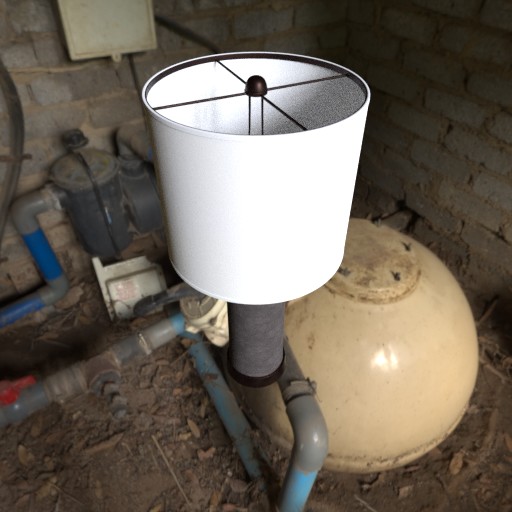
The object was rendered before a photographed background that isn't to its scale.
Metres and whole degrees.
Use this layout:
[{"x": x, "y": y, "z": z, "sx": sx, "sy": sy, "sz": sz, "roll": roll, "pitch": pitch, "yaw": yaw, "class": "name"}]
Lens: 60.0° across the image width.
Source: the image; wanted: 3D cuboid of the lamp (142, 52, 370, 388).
[{"x": 0.000, "y": 0.000, "z": 0.791, "sx": 0.301, "sy": 0.630, "sz": 0.301, "roll": 13, "pitch": 43, "yaw": 15, "class": "lamp"}]
